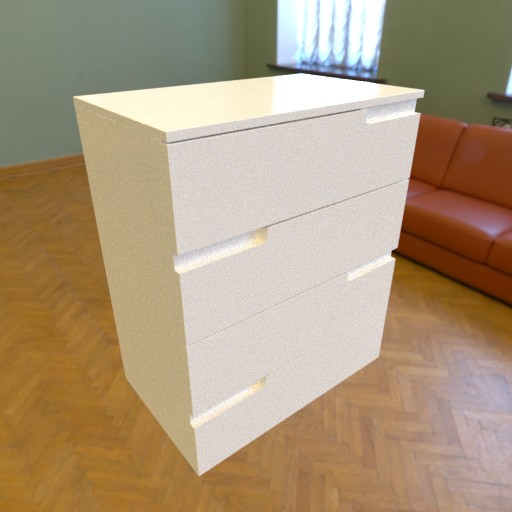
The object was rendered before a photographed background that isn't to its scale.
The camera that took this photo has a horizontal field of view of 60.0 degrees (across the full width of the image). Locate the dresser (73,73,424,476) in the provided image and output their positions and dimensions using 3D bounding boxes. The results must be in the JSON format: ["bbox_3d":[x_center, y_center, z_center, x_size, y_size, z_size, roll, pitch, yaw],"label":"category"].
[{"bbox_3d":[0.000,0.000,1.147,0.650,0.800,0.400,-21,35,-33],"label":"dresser"}]
